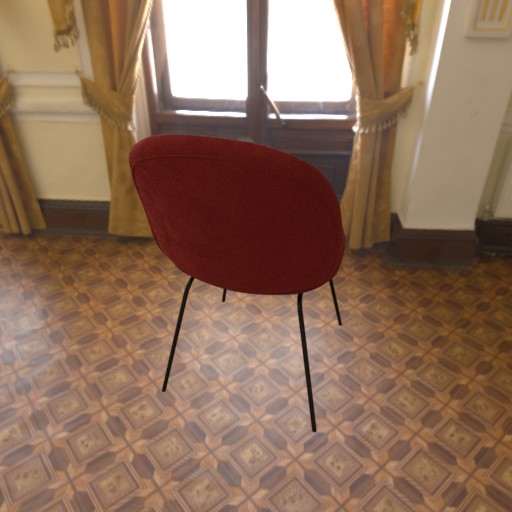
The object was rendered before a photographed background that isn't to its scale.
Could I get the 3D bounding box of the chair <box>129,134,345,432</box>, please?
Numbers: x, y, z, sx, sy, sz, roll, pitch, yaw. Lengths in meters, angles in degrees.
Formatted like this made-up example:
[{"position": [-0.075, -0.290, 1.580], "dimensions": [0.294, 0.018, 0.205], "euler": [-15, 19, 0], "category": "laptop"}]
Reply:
[{"position": [0.000, 0.000, 1.170], "dimensions": [0.458, 0.791, 0.587], "euler": [10, 33, 15], "category": "chair"}]
